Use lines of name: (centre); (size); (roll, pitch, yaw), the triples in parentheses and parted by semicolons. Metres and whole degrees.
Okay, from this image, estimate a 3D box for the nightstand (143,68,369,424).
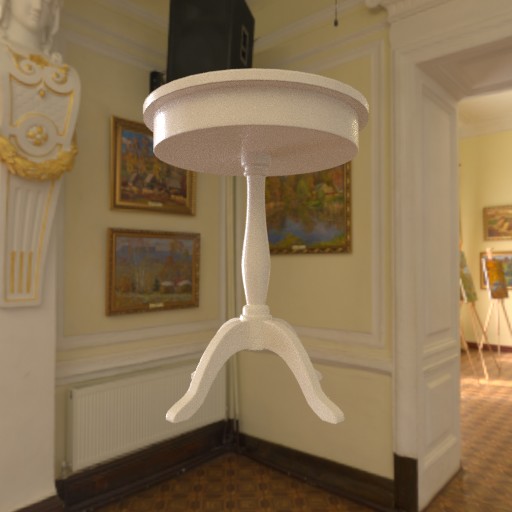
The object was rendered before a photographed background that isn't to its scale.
nightstand: (0.000, 0.000, 1.031); (0.513, 0.653, 0.513); (1, -1, -35)
